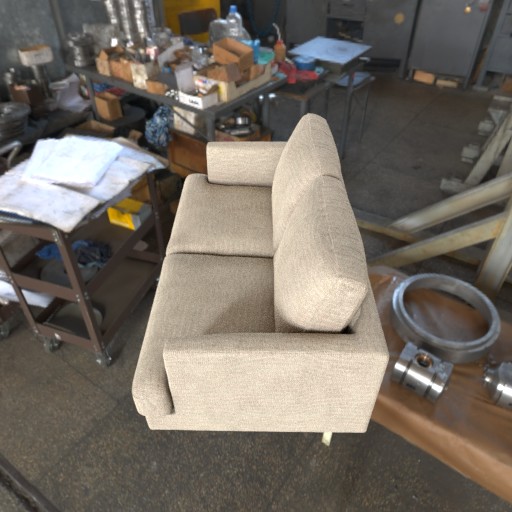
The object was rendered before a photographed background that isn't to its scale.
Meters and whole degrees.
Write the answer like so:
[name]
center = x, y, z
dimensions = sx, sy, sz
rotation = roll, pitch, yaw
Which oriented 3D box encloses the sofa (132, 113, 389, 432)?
[sofa]
center = 0.000, 0.000, 2.177
dimensions = 0.903, 0.944, 1.582
rotation = 1, 41, 1
